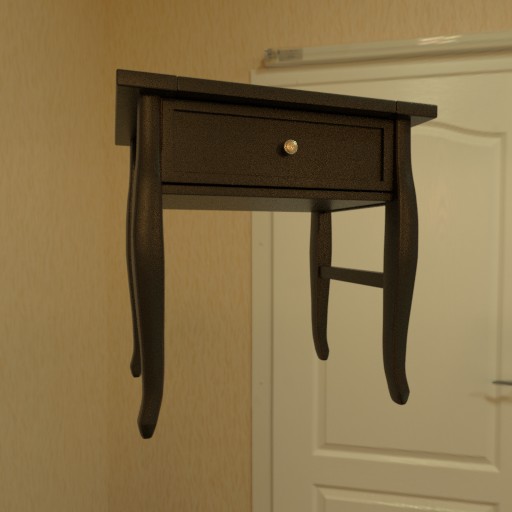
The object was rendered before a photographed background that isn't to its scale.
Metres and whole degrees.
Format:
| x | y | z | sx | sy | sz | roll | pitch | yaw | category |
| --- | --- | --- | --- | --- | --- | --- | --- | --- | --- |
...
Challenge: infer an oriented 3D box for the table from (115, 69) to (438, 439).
| x | y | z | sx | sy | sz | roll | pitch | yaw | category |
| --- | --- | --- | --- | --- | --- | --- | --- | --- | --- |
| 0.000 | 0.000 | 1.006 | 0.602 | 0.604 | 0.460 | -1 | 2 | -18 | table |
